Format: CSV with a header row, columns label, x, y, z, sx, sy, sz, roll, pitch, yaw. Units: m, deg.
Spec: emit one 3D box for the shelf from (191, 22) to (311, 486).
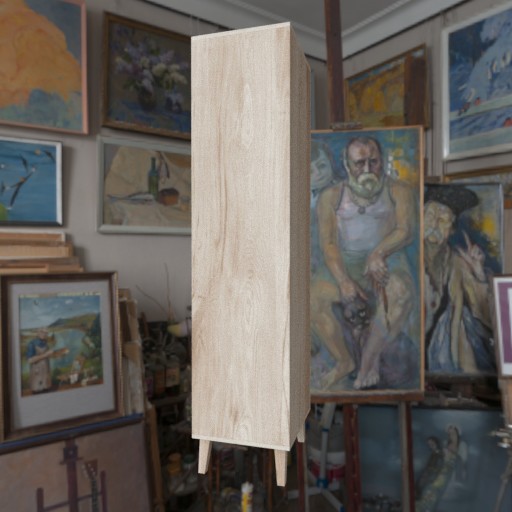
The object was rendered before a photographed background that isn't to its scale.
label,x,y,z,sx,sy,sz,roll,pitch,yaw
shelf,0.000,0.000,2.168,0.450,1.960,0.510,0,1,17
